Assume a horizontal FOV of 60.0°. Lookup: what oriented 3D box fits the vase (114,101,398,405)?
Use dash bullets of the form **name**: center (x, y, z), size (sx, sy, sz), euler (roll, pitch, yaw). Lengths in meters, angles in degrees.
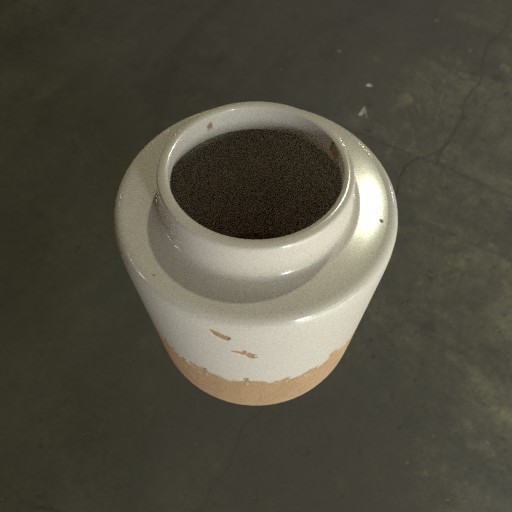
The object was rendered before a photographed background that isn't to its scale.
- **vase**: center (0.000, 0.000, 0.288), size (0.153, 0.167, 0.153), euler (0, 58, 0)
